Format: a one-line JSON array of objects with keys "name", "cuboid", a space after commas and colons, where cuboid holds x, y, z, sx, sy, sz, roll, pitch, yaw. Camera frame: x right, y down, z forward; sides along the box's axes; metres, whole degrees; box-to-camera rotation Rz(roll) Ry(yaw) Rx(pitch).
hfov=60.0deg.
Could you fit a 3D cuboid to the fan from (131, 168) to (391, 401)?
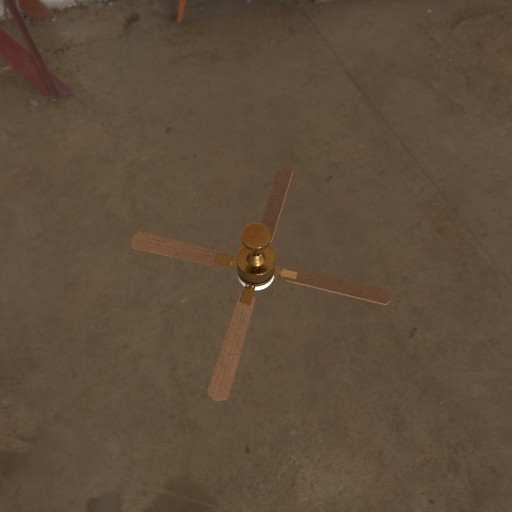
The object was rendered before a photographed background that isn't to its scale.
[{"name": "fan", "cuboid": [0.000, 0.000, 2.088, 1.320, 0.355, 1.320, 13, 60, 7]}]
